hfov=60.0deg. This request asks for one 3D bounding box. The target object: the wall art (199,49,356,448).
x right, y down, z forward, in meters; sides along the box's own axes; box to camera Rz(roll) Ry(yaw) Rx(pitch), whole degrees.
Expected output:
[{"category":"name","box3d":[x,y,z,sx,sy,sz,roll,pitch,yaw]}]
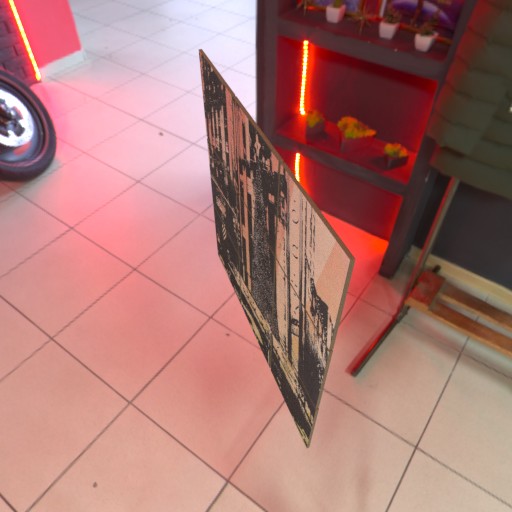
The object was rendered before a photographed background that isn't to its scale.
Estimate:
[{"category":"wall art","box3d":[0.000,0.000,2.308,0.017,1.521,1.527,-16,50,-14]}]
